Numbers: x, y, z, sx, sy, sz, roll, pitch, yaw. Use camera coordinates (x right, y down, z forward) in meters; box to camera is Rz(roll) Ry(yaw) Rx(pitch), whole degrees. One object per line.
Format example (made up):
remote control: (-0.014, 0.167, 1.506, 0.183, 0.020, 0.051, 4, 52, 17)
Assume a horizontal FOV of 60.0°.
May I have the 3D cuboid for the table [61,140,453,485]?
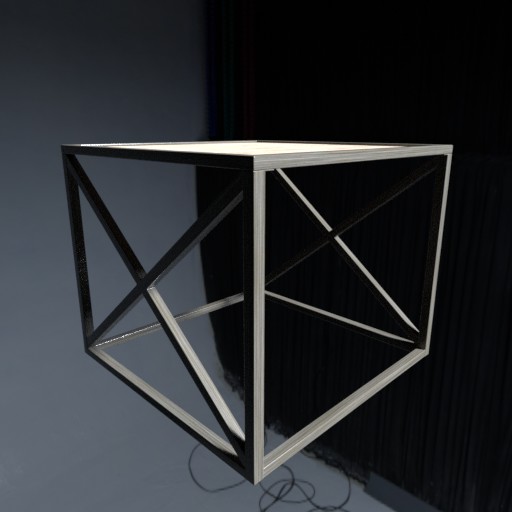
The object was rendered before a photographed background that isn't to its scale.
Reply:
table: (0.000, 0.000, 1.043, 0.609, 0.507, 0.611, -15, 22, -42)
